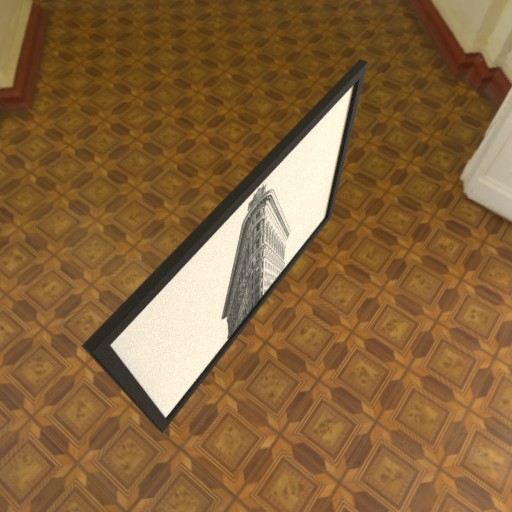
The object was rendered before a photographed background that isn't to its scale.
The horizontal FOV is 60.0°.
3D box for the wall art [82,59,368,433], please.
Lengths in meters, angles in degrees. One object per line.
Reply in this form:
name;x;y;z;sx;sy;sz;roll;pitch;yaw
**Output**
wall art;0.000;0.000;1.219;0.049;0.659;0.964;33;63;19
